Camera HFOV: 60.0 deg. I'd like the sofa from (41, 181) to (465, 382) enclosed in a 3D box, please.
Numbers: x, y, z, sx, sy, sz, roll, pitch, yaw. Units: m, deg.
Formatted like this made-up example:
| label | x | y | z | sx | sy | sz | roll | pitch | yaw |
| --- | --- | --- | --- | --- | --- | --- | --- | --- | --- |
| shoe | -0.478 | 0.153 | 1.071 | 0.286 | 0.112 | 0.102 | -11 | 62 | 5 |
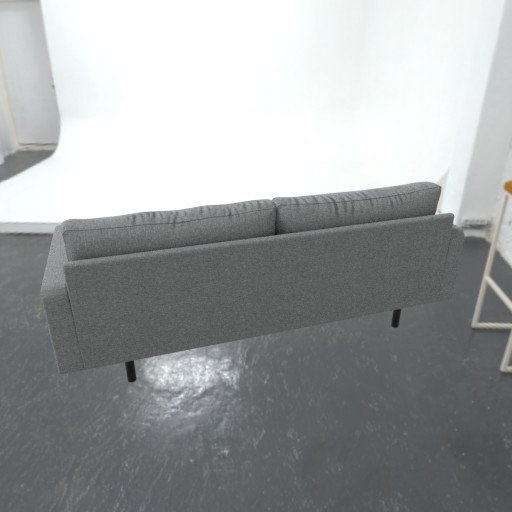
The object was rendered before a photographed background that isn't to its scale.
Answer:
| label | x | y | z | sx | sy | sz | roll | pitch | yaw |
| --- | --- | --- | --- | --- | --- | --- | --- | --- | --- |
| sofa | 0.000 | 0.000 | 2.623 | 2.200 | 0.880 | 0.880 | -8 | 27 | -16 |
